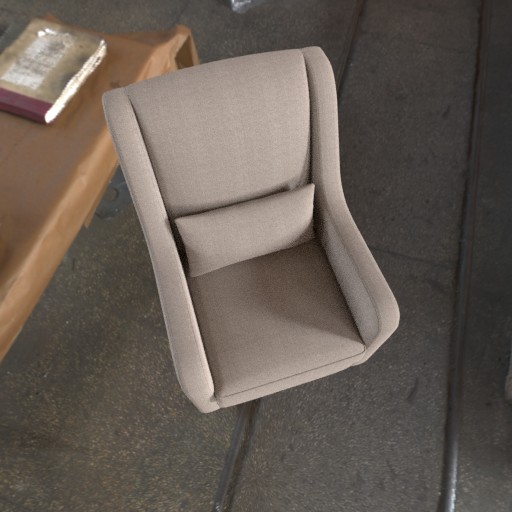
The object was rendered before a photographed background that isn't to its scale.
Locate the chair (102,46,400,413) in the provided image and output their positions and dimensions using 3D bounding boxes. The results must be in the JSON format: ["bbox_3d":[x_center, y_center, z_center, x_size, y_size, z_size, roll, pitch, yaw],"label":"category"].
[{"bbox_3d":[0.000,0.000,1.614,0.715,1.017,0.890,-16,65,-8],"label":"chair"}]
